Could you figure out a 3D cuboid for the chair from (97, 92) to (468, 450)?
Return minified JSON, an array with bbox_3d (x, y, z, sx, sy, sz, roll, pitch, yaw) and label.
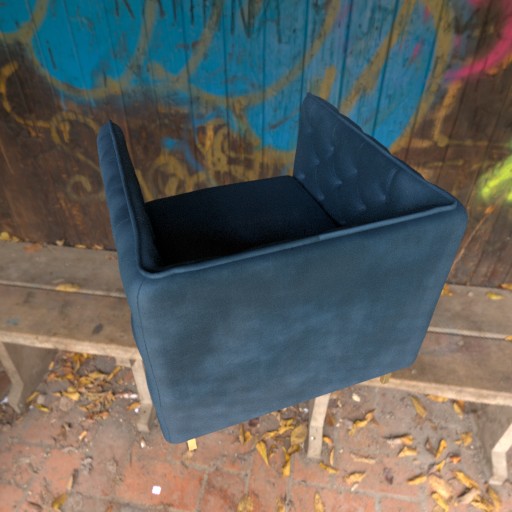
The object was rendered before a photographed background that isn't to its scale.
[{"bbox_3d":[0.000,0.000,1.510,0.868,0.771,0.877,-13,42,-15],"label":"chair"}]
